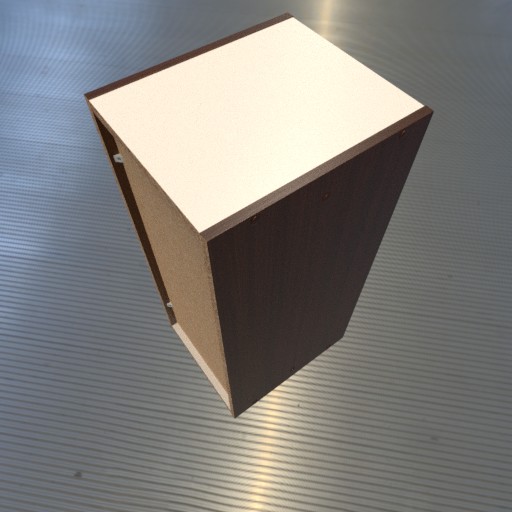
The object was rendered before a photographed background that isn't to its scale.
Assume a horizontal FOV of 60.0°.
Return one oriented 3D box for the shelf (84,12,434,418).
[{"bbox_3d":[0.000,0.000,0.731,0.290,0.600,0.253,-32,62,-19],"label":"shelf"}]
